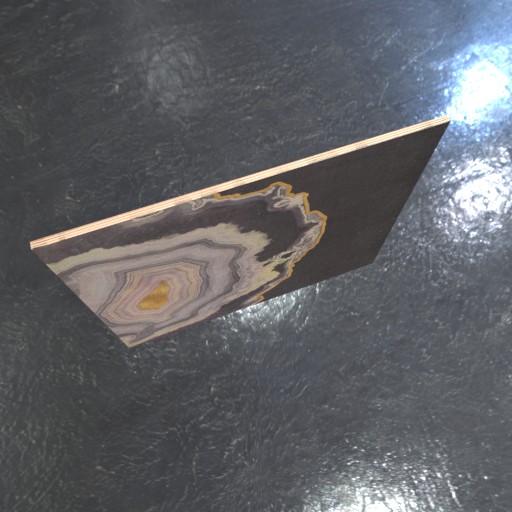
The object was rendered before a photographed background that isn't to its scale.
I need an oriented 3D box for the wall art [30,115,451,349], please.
[{"bbox_3d":[0.000,0.000,0.689,0.508,0.408,0.010,-19,65,-9],"label":"wall art"}]
